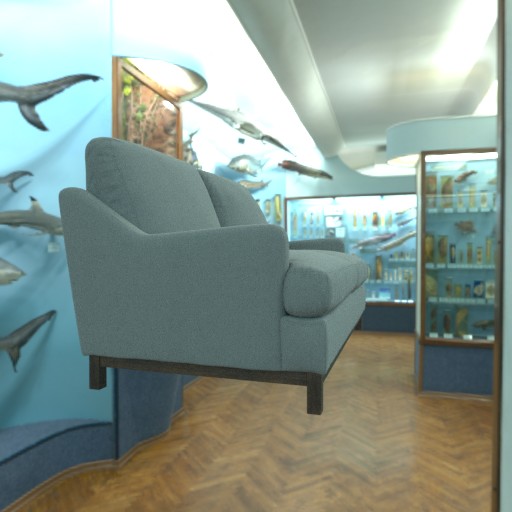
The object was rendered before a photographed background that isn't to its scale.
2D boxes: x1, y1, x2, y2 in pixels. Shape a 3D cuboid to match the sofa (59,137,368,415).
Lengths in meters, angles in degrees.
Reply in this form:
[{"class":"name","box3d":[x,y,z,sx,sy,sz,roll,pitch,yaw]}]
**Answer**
[{"class":"sofa","box3d":[0.000,0.000,2.163,0.987,0.921,1.589,0,1,18]}]
